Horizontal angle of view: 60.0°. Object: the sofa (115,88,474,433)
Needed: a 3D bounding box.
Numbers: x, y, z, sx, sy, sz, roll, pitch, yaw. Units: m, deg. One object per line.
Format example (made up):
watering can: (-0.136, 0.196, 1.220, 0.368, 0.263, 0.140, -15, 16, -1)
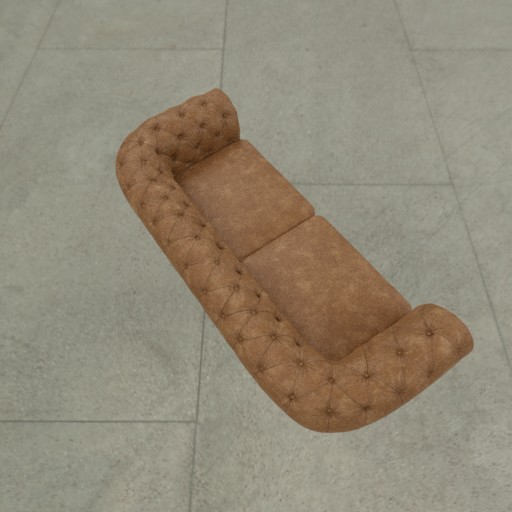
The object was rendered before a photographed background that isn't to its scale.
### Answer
sofa: (0.000, 0.000, 2.742, 0.989, 0.760, 2.365, -31, 62, -18)
